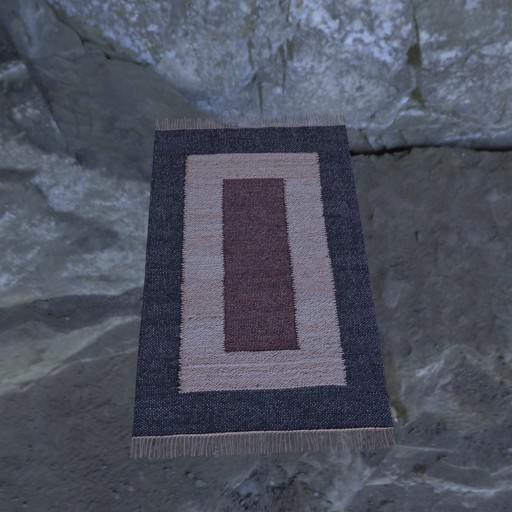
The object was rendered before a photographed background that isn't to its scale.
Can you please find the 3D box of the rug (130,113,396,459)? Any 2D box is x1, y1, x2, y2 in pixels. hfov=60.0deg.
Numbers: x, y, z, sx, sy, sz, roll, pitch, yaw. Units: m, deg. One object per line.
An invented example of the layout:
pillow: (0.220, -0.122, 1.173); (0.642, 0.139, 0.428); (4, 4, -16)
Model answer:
rug: (0.000, 0.000, 2.456); (1.224, 0.027, 2.021); (-2, 65, -1)
